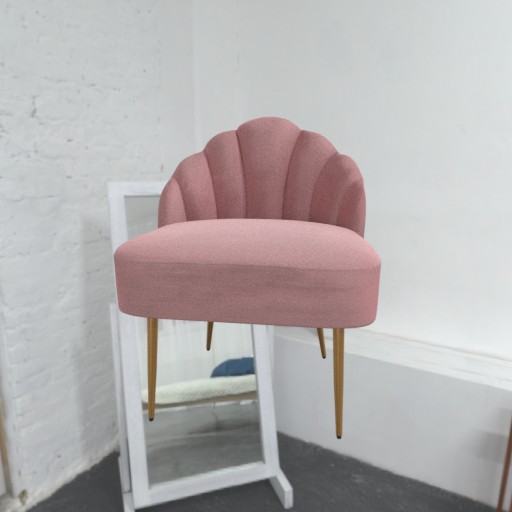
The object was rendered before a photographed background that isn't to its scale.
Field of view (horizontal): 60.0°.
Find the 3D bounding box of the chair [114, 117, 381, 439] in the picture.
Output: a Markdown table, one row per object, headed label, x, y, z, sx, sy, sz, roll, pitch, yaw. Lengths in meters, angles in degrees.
| label | x | y | z | sx | sy | sz | roll | pitch | yaw |
| --- | --- | --- | --- | --- | --- | --- | --- | --- | --- |
| chair | 0.000 | 0.000 | 1.291 | 0.657 | 0.819 | 0.599 | 2 | 13 | 9 |
